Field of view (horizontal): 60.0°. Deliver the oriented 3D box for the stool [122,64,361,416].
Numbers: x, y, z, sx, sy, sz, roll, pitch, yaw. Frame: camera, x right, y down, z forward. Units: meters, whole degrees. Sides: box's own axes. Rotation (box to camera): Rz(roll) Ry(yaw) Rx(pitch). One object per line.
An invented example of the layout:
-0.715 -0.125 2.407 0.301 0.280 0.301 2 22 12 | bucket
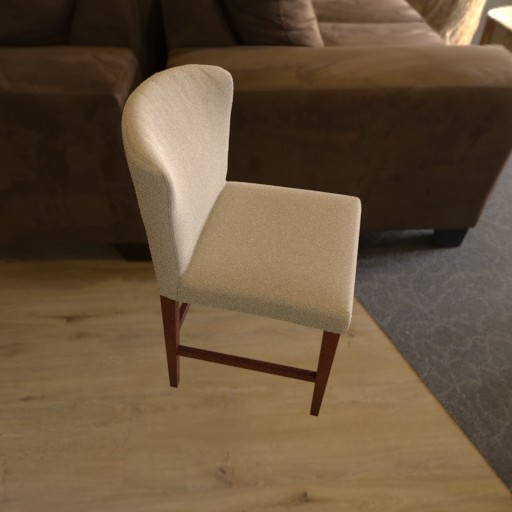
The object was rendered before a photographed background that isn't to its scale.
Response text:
0.000 0.000 1.301 0.568 0.968 0.479 9 46 9 | stool
